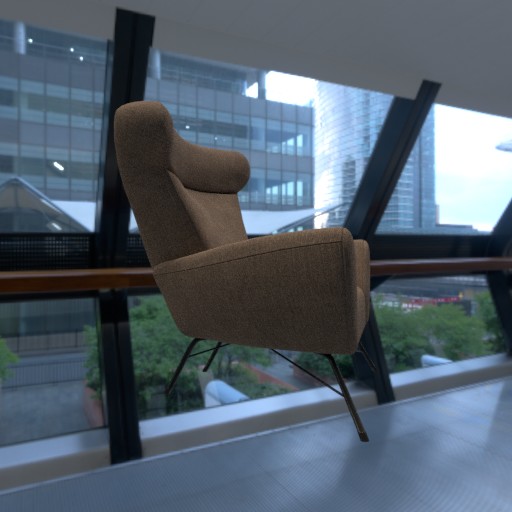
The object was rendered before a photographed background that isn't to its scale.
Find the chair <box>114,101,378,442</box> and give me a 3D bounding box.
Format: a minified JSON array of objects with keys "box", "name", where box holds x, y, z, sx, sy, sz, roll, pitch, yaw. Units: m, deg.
[{"box":[0.000,0.000,1.742,0.900,1.040,0.980,0,0,17],"name":"chair"}]
